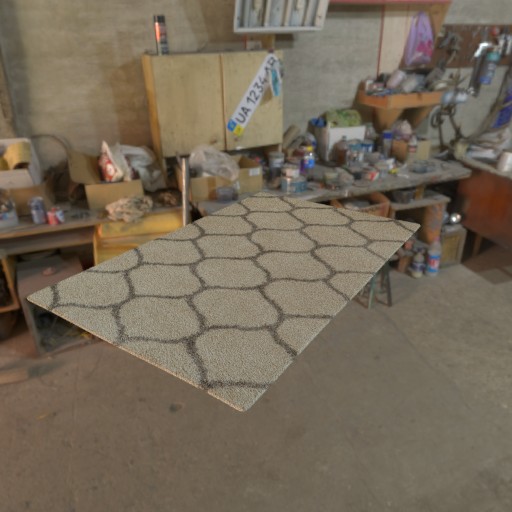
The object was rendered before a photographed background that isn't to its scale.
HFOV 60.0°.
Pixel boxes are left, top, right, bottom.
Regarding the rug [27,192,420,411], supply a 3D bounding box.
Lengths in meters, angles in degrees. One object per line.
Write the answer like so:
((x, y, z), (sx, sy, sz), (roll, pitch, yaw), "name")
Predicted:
((0.000, 0.000, 2.954), (1.501, 0.024, 2.348), (16, 30, 31), "rug")
